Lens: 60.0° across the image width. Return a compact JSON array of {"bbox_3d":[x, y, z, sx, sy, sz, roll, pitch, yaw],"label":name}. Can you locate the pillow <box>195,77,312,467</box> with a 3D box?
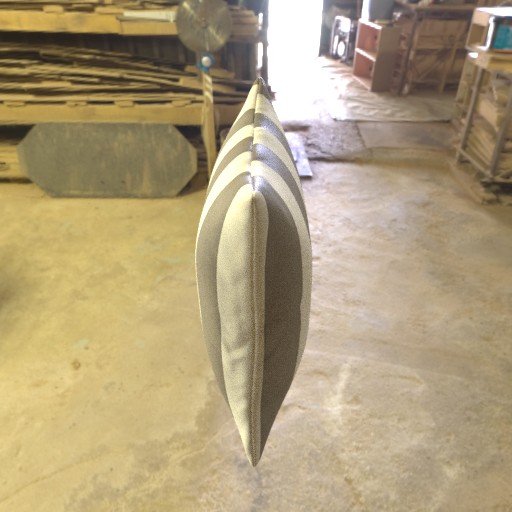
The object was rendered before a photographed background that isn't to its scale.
[{"bbox_3d":[0.000,0.000,0.811,0.192,0.507,0.522,1,35,1],"label":"pillow"}]
